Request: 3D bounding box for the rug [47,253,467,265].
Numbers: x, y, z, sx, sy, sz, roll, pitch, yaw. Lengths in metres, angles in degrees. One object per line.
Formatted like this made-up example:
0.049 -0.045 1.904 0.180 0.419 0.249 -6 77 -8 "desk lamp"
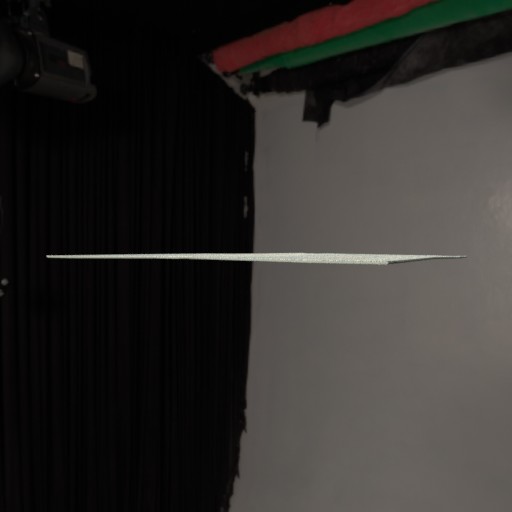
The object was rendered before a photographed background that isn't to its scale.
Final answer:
0.000 0.000 5.181 4.078 0.052 2.802 1 1 35 "rug"
